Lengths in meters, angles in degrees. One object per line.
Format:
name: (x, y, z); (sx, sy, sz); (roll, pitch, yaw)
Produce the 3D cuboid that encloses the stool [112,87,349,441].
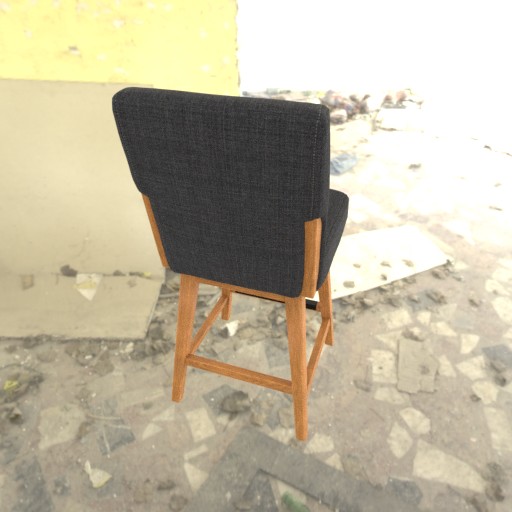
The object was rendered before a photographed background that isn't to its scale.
stool: (0.000, 0.000, 1.284); (0.459, 1.010, 0.526); (11, 36, 16)
